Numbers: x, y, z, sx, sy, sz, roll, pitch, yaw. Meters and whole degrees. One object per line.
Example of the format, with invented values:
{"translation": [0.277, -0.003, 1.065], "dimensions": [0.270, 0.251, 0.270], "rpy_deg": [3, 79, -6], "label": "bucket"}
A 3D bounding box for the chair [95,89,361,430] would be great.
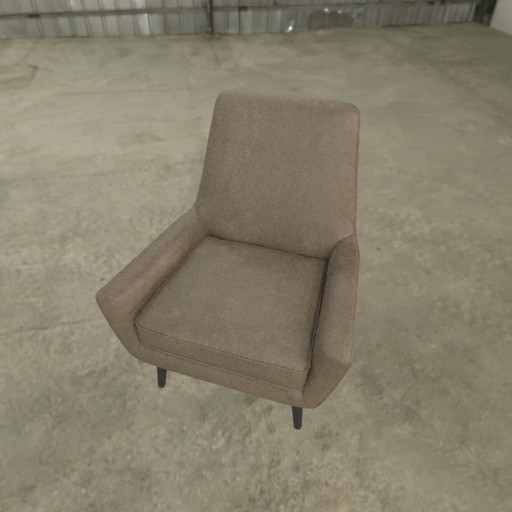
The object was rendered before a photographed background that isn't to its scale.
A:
{"translation": [0.000, 0.000, 1.561], "dimensions": [0.787, 0.888, 0.824], "rpy_deg": [12, 41, 14], "label": "chair"}
